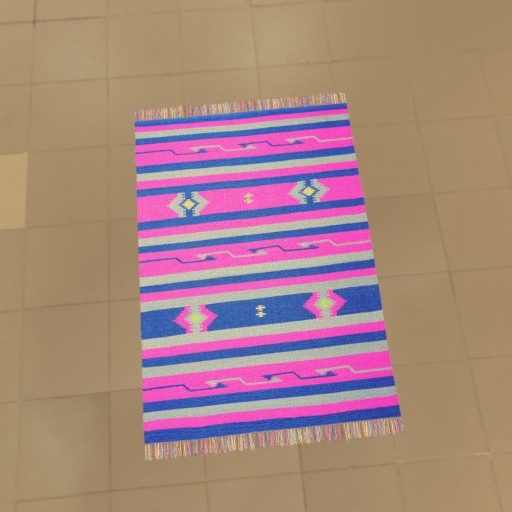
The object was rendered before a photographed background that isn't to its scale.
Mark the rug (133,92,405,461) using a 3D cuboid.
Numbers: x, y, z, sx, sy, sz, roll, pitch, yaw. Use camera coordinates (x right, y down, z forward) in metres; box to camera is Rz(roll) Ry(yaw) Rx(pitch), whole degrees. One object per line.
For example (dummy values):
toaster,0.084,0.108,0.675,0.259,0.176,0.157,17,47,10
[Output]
rug,0.000,0.000,2.889,1.539,0.013,2.350,-5,75,-1
